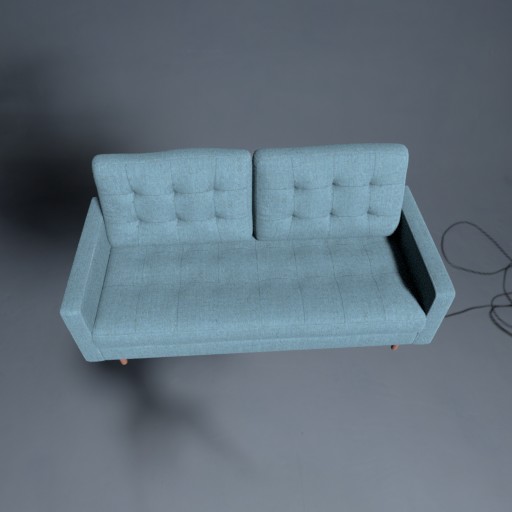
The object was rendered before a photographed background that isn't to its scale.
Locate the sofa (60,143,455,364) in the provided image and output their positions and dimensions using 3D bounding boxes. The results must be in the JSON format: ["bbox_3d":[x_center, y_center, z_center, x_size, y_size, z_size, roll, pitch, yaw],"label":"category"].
[{"bbox_3d":[0.000,0.000,2.618,2.010,1.050,0.966,-3,48,-2],"label":"sofa"}]
